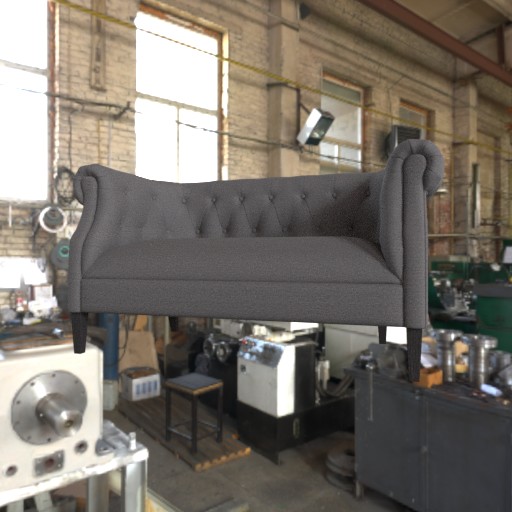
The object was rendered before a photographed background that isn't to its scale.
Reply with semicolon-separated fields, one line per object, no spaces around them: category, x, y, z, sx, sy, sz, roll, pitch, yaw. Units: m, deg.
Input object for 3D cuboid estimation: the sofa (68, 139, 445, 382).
sofa;0.000;0.000;2.025;1.558;0.827;0.835;0;0;18
